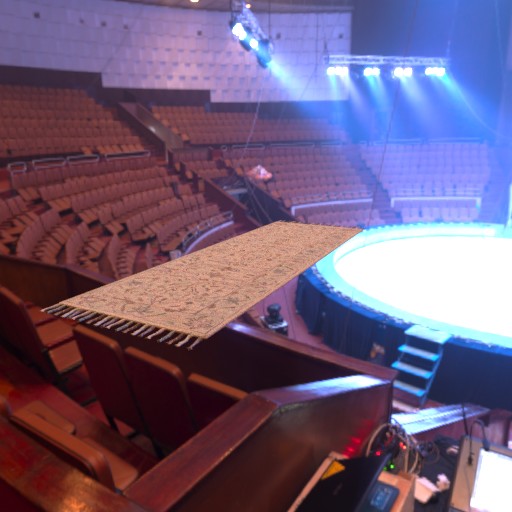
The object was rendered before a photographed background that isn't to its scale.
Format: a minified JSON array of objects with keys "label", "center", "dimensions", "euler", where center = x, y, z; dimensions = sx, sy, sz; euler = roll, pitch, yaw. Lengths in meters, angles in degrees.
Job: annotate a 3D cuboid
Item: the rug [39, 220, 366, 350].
[{"label":"rug","center":[0.000,0.000,2.712],"dimensions":[0.769,0.013,2.440],"euler":[7,16,26]}]
